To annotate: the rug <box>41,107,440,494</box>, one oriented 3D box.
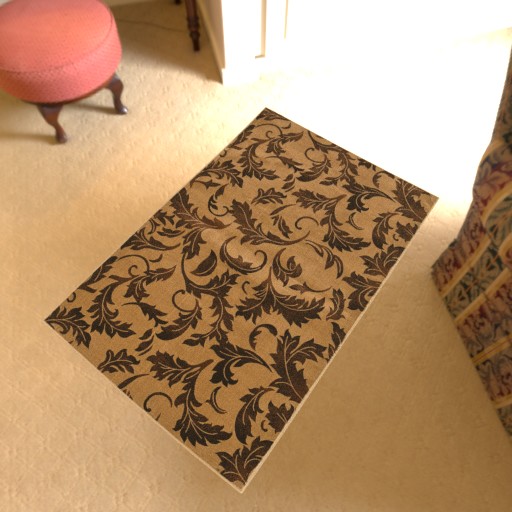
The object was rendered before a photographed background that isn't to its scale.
[{"bbox_3d":[0.000,0.000,2.867,1.522,0.008,2.284,33,66,17],"label":"rug"}]
